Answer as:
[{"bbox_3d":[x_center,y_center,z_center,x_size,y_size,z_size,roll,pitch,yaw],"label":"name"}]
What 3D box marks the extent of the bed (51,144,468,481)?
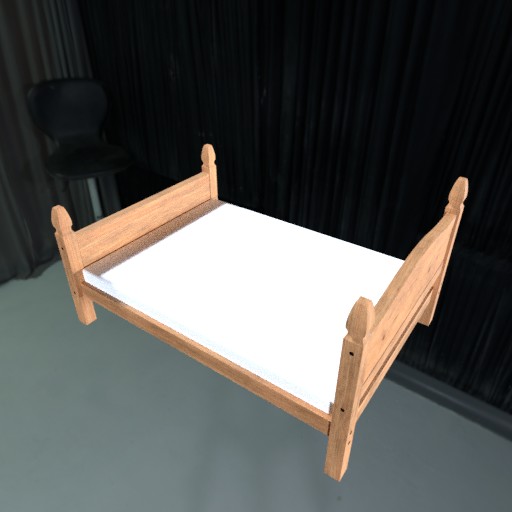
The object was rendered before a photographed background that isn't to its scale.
[{"bbox_3d":[0.000,0.000,2.898,2.069,1.100,1.490,21,38,29],"label":"bed"}]
